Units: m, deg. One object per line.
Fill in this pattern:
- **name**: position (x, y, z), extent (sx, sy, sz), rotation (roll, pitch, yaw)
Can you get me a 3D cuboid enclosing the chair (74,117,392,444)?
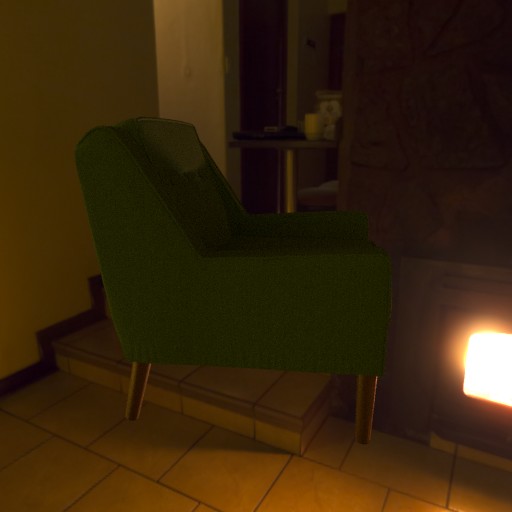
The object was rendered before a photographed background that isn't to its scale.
- **chair**: position (0.000, 0.000, 1.332), extent (0.743, 0.792, 0.663), rotation (2, 15, 9)
